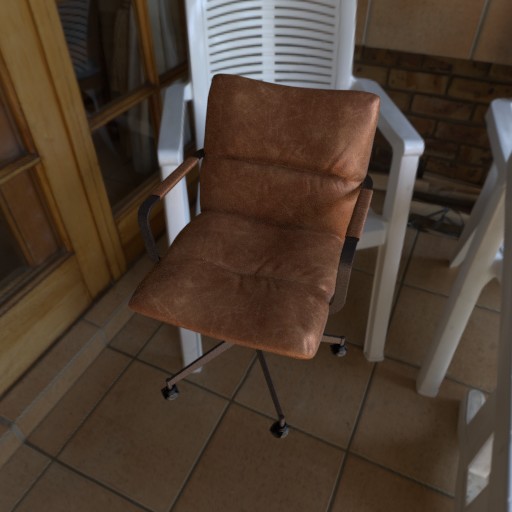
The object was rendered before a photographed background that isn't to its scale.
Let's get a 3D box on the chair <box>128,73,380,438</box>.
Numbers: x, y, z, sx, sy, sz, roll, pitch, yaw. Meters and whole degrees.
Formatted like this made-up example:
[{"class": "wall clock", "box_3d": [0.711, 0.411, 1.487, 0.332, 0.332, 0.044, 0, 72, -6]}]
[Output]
[{"class": "chair", "box_3d": [0.000, 0.000, 1.497, 0.727, 0.922, 0.754, 13, 44, 14]}]
